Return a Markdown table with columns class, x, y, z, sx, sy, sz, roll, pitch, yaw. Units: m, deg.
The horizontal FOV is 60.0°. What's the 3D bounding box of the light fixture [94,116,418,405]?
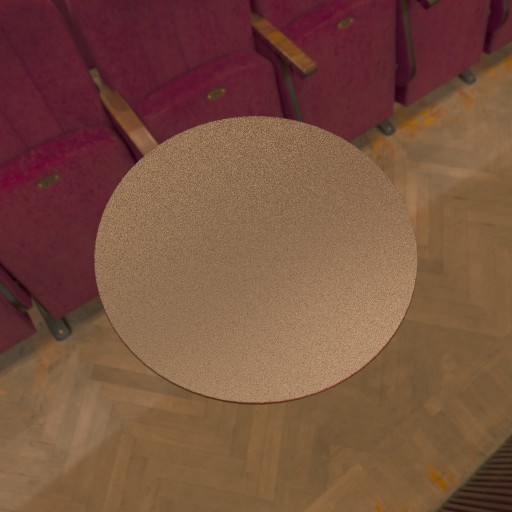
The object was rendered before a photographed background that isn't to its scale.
| class | x | y | z | sx | sy | sz | roll | pitch | yaw |
| --- | --- | --- | --- | --- | --- | --- | --- | --- | --- |
| light fixture | 0.000 | 0.000 | 0.552 | 0.368 | 0.100 | 0.368 | 0 | 63 | 0 |
